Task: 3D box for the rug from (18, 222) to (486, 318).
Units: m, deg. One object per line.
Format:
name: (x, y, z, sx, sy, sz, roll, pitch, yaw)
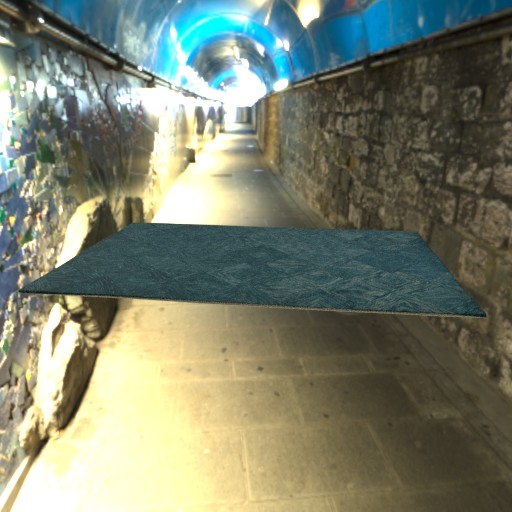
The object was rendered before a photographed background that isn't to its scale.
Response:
rug: (0.000, 0.000, 2.135, 1.728, 0.017, 1.136, 2, 18, 7)
